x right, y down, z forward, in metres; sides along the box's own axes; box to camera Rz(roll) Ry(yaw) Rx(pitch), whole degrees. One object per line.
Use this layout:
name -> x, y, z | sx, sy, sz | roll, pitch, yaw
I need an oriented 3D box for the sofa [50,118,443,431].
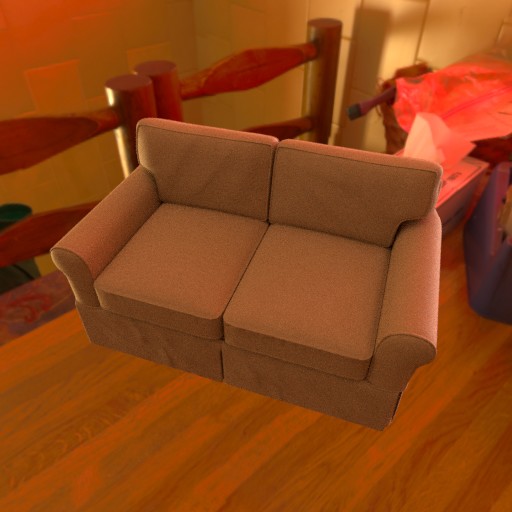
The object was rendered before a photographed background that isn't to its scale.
sofa -> 0.000, 0.000, 2.261 | 1.727, 0.940, 0.991 | 13, 43, 14
